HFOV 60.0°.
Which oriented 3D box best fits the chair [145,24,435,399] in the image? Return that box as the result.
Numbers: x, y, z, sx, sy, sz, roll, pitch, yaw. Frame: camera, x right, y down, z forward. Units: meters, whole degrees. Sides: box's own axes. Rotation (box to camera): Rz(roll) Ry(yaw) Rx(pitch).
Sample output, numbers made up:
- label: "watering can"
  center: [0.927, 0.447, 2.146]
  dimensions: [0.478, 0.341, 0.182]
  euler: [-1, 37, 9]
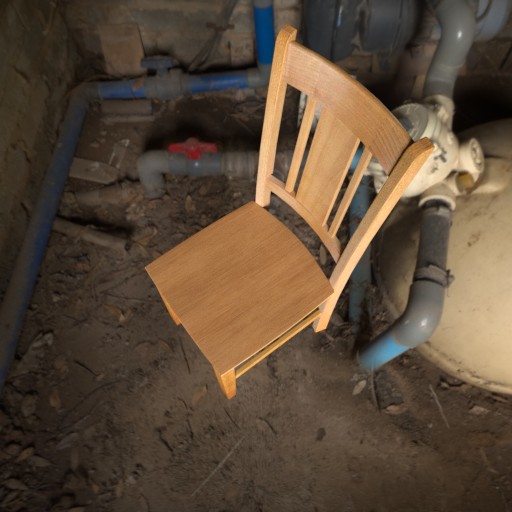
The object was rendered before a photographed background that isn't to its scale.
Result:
- label: "chair"
  center: [0.000, 0.000, 1.289]
  dimensions: [0.556, 0.998, 0.450]
  euler: [-34, 67, -16]
